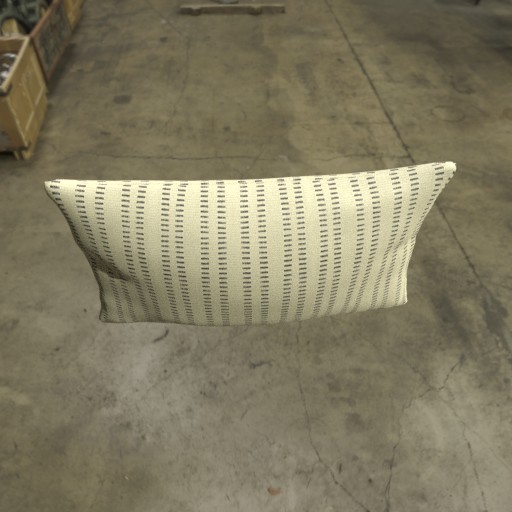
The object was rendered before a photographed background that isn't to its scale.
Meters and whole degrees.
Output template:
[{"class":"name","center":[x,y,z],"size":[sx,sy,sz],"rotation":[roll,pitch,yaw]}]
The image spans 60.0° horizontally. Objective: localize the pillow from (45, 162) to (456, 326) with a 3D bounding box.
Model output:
[{"class":"pillow","center":[0.000,0.000,0.792],"size":[0.640,0.353,0.210],"rotation":[-3,46,-3]}]
